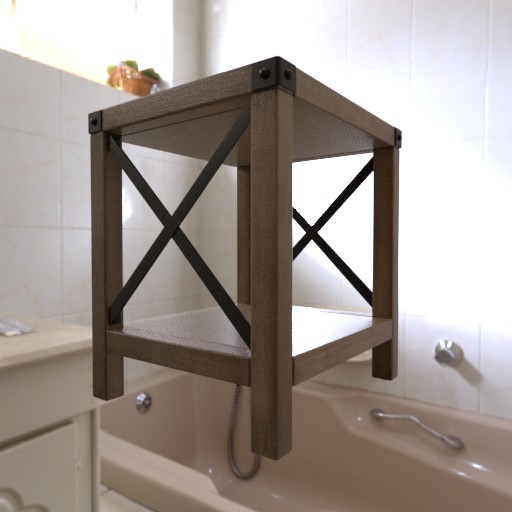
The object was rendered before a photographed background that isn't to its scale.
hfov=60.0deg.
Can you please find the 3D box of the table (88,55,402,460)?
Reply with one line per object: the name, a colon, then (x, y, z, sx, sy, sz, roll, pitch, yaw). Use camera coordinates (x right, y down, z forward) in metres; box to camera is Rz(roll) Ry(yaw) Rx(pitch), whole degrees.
table: (0.000, 0.000, 0.931, 0.459, 0.561, 0.510, 1, 2, 37)
